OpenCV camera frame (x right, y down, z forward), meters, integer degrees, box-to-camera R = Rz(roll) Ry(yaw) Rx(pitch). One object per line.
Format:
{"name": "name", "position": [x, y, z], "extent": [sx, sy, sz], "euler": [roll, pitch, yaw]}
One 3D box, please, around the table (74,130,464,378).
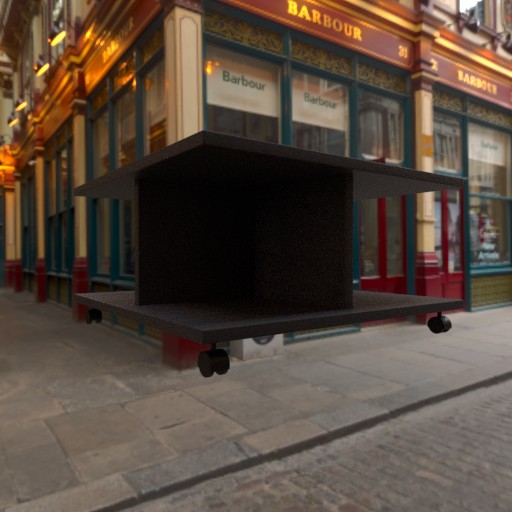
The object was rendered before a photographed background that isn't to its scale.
{"name": "table", "position": [0.000, 0.000, 1.216], "extent": [0.762, 0.396, 0.762], "euler": [0, 0, -36]}
